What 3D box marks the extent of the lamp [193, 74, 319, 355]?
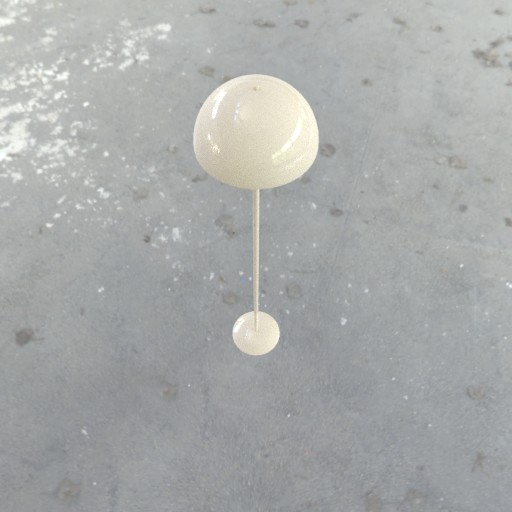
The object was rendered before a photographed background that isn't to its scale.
[{"bbox_3d":[0.000,0.000,1.648,0.328,1.480,0.328,16,59,10],"label":"lamp"}]
